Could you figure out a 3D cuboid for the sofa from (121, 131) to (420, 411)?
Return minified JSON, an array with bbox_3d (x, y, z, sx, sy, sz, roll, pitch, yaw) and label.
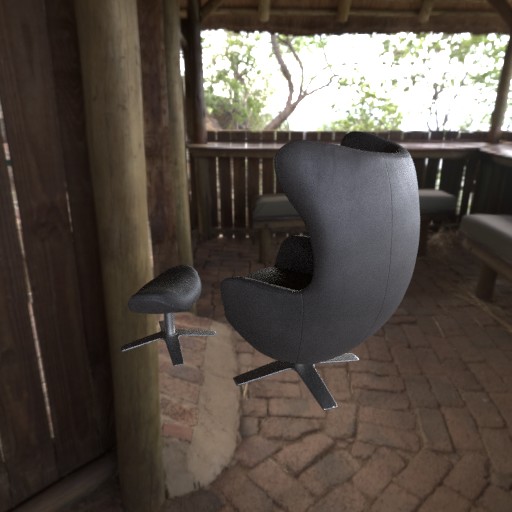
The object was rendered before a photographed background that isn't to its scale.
[{"bbox_3d":[0.000,0.000,2.124,1.444,1.135,0.894,8,20,24],"label":"sofa"}]
